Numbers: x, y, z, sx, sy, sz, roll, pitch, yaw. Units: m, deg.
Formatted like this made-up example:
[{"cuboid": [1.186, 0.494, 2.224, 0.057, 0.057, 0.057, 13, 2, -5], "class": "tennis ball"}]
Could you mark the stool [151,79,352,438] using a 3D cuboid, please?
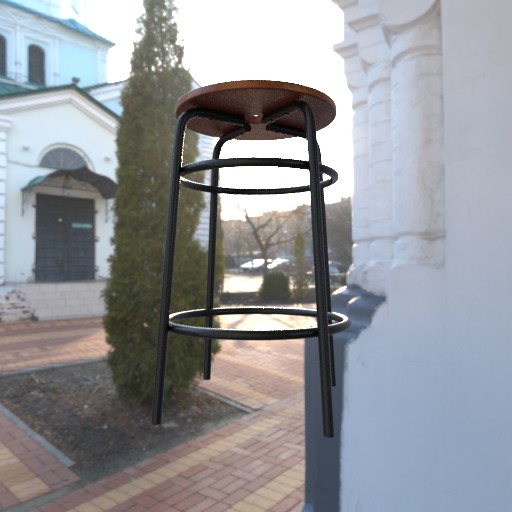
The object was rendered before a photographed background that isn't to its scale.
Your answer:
[{"cuboid": [0.000, 0.000, 0.931, 0.455, 0.610, 0.455, 1, -1, -34], "class": "stool"}]
